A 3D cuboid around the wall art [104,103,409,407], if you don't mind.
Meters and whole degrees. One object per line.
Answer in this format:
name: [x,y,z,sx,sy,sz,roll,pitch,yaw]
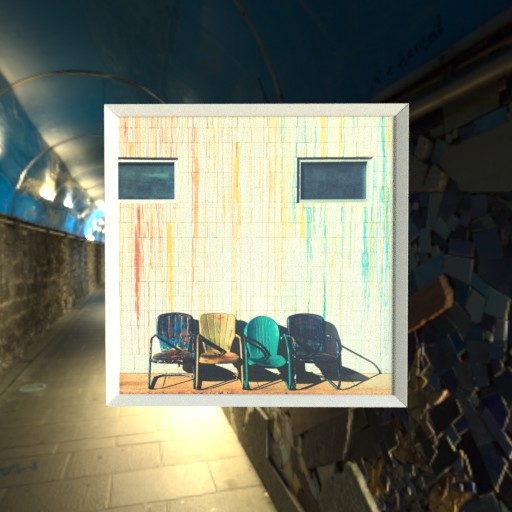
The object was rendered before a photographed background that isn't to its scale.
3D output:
wall art: [0.000,0.000,0.761,0.508,0.508,0.037,0,1,0]
